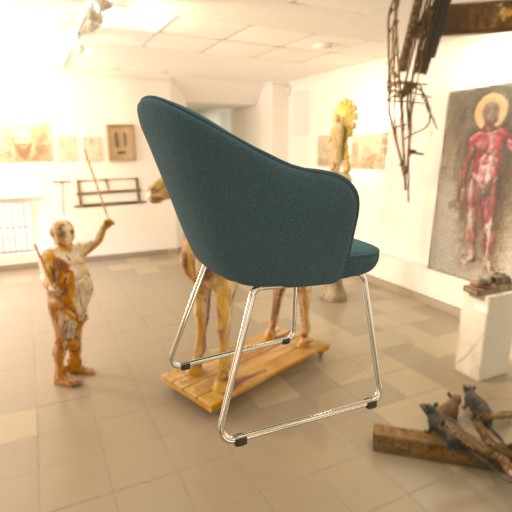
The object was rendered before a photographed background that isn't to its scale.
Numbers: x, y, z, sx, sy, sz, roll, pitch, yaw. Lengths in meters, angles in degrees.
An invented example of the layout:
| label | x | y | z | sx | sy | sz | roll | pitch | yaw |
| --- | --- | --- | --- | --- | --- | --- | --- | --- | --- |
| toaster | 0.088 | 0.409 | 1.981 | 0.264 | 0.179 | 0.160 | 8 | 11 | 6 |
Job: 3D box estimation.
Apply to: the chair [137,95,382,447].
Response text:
| label | x | y | z | sx | sy | sz | roll | pitch | yaw |
| --- | --- | --- | --- | --- | --- | --- | --- | --- | --- |
| chair | 0.000 | 0.000 | 1.235 | 0.585 | 0.815 | 0.570 | -7 | 15 | -26 |
